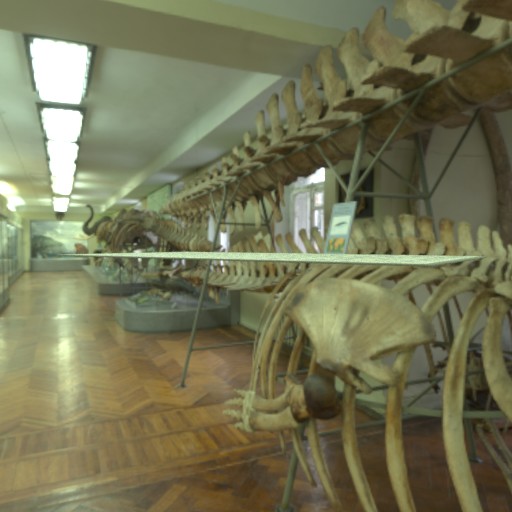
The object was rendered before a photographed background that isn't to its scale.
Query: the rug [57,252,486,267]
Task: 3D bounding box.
[{"bbox_3d":[0.000,0.000,3.505,3.048,0.011,1.546,1,2,36],"label":"rug"}]
